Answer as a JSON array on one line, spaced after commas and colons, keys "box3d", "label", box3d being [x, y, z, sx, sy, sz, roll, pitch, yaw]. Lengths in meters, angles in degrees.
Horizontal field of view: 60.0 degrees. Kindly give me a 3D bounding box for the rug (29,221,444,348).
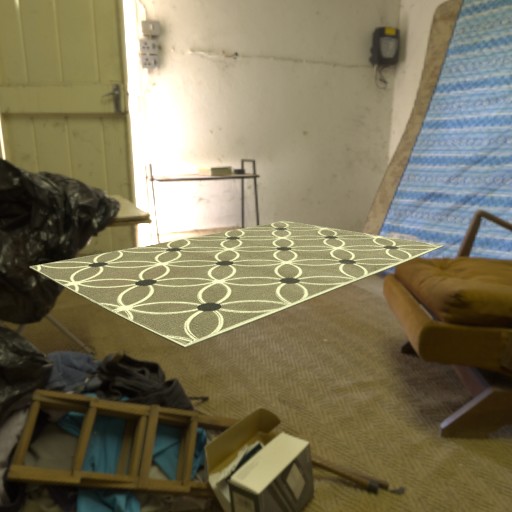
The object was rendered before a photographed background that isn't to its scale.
[{"box3d": [0.000, 0.000, 2.866, 1.522, 0.008, 2.284, 13, 19, 43], "label": "rug"}]
